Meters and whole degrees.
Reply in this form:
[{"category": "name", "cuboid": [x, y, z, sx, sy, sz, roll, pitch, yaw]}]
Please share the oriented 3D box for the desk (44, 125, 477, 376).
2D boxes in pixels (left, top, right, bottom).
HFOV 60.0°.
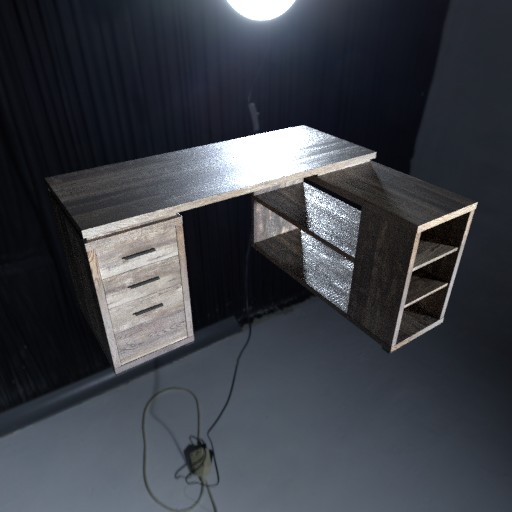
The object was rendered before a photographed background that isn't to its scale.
[{"category": "desk", "cuboid": [0.000, 0.000, 2.166, 1.524, 0.753, 1.200, -20, 37, -28]}]
